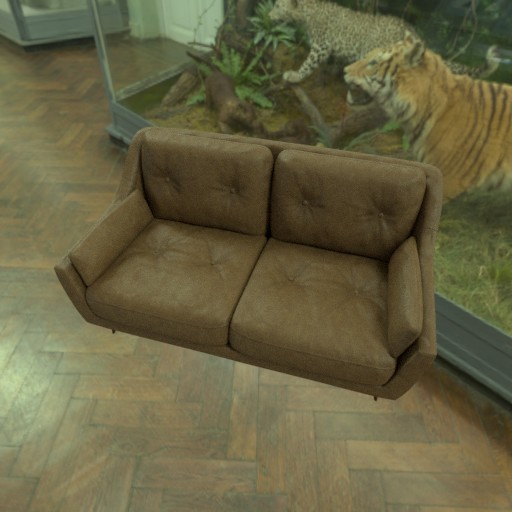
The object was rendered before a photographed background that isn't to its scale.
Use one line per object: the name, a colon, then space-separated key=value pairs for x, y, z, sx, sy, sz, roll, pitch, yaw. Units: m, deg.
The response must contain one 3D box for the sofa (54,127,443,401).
sofa: x=0.000 y=0.000 z=2.278 sx=1.731 sy=0.886 sz=0.981 roll=11 pitch=42 yaw=13
